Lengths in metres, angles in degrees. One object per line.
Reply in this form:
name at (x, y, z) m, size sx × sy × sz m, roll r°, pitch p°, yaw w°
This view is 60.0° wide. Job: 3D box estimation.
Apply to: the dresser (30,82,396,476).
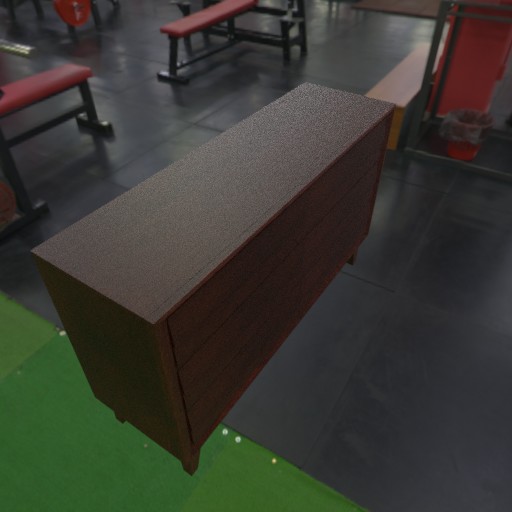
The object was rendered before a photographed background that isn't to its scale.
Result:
dresser at (0.000, 0.000, 1.997) m, size 0.499 × 0.971 × 1.609 m, roll 24°, pitch 47°, yaw 25°
